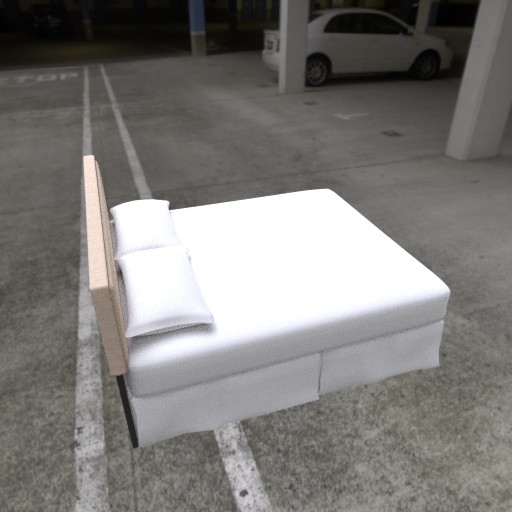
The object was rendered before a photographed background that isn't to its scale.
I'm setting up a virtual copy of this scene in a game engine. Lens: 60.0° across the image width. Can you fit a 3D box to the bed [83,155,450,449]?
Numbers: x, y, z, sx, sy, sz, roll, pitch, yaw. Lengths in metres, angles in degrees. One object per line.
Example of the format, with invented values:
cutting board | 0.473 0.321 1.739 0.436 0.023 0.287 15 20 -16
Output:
bed | 0.000 0.000 2.831 1.876 1.016 1.616 -10 33 -16
